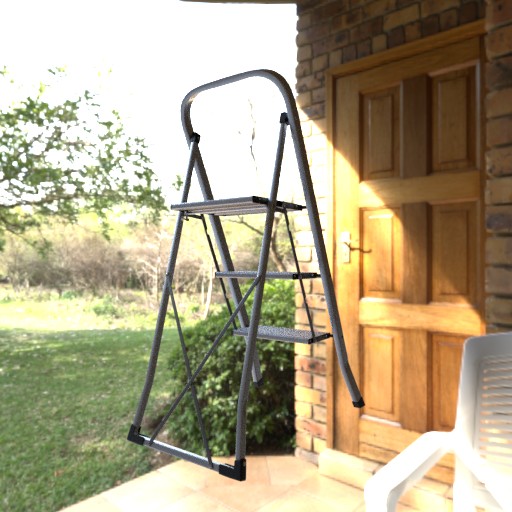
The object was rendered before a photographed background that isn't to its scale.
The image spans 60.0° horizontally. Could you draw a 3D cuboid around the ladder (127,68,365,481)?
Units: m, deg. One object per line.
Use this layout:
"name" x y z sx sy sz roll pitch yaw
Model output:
"ladder" 0.000 0.000 1.442 0.465 1.070 0.704 0 0 35
